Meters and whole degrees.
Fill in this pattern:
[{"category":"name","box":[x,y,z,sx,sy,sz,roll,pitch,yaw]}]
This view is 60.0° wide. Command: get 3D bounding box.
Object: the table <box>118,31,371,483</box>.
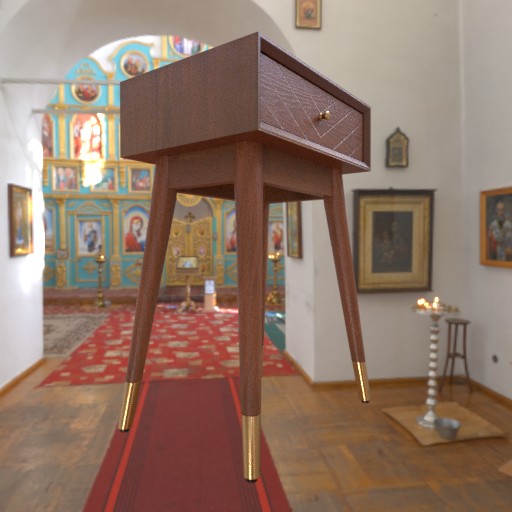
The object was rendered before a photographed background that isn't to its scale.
[{"category":"table","box":[0.000,0.000,0.829,0.300,0.599,0.406,1,1,37]}]
